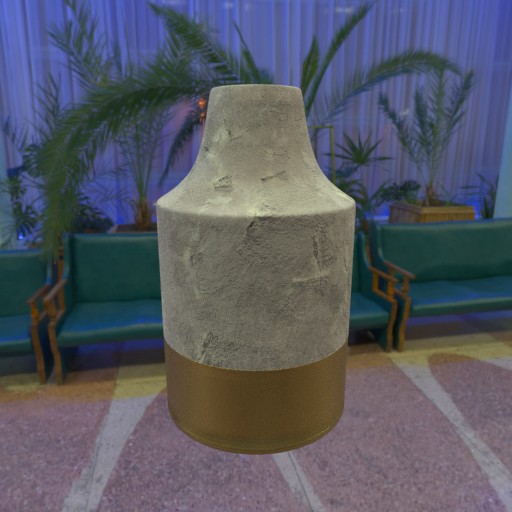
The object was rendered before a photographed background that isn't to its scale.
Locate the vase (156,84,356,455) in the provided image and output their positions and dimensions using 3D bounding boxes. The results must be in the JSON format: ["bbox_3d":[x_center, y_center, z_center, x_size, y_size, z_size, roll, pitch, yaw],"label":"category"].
[{"bbox_3d":[0.000,0.000,0.430,0.184,0.305,0.184,0,15,0],"label":"vase"}]
